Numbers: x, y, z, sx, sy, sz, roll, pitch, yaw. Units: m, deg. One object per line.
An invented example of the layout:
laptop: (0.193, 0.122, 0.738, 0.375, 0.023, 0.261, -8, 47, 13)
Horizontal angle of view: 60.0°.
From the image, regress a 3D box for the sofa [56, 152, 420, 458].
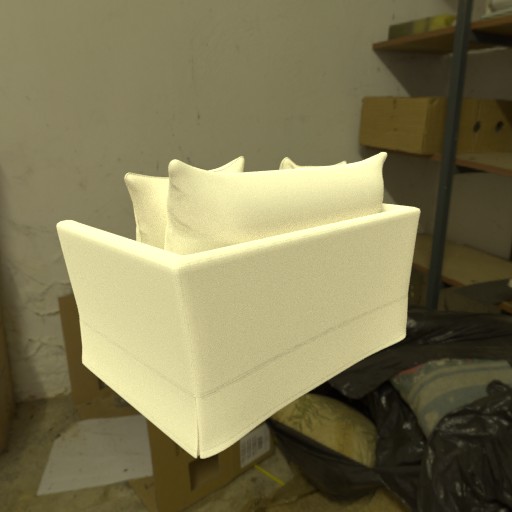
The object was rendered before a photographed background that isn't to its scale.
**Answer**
sofa: (0.000, 0.000, 2.277, 1.608, 1.039, 1.026, -14, 21, -42)
